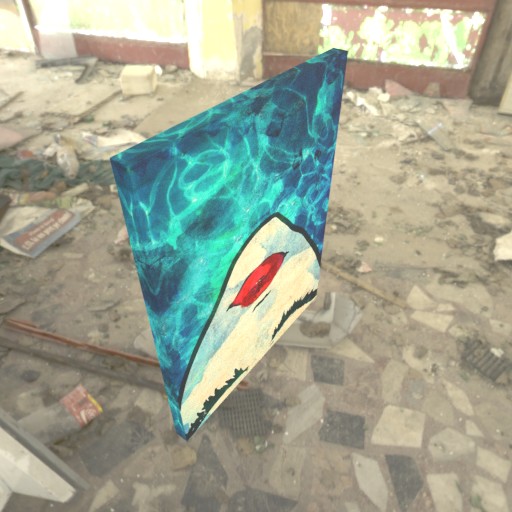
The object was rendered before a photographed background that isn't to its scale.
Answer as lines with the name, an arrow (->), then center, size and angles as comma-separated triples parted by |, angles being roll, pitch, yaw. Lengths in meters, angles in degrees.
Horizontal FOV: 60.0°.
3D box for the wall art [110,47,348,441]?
wall art -> 0.000, 0.000, 1.024 | 0.038, 0.760, 0.609 | 26, 48, 27
